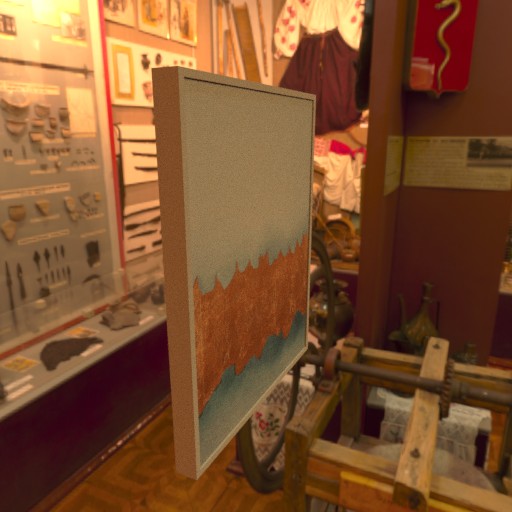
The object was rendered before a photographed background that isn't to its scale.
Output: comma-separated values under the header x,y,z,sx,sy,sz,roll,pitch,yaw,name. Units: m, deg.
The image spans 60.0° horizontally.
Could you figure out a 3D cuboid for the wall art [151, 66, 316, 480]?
x,y,z,sx,sy,sz,roll,pitch,yaw,name
0.000,0.000,0.765,0.039,0.553,0.451,8,17,26,wall art
